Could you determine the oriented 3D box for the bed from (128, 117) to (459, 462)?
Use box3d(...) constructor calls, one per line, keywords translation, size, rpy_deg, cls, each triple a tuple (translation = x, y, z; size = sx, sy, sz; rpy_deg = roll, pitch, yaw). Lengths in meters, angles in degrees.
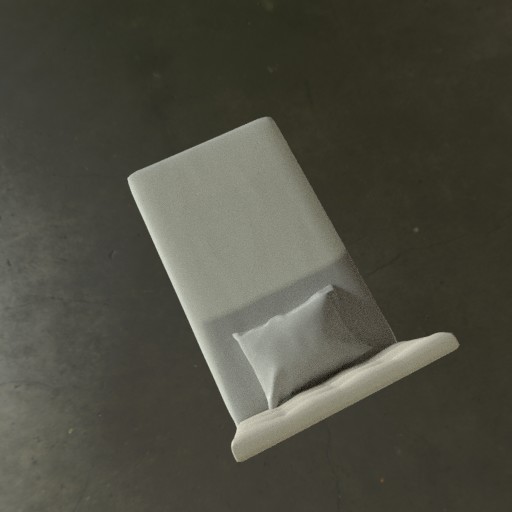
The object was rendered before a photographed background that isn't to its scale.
box3d(translation=(0.000, 0.000, 2.938), size=(1.261, 1.571, 1.997), rpy_deg=(-25, 76, -7), cls="bed")
